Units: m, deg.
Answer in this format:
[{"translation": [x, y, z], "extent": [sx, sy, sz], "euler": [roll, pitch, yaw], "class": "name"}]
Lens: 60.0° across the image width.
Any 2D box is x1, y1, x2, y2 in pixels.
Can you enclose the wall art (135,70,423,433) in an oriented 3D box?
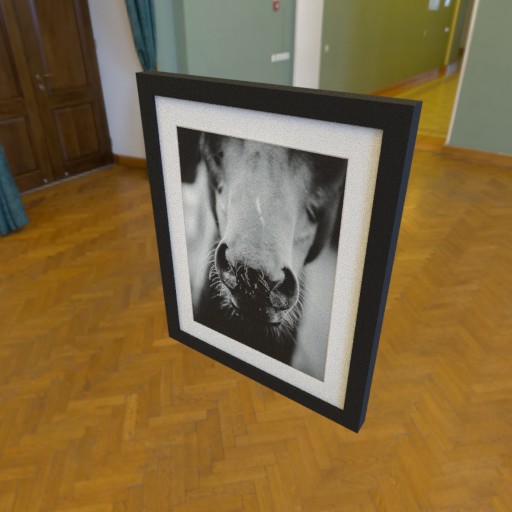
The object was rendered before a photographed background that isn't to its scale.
[{"translation": [0.000, 0.000, 0.765], "extent": [0.457, 0.559, 0.033], "euler": [19, 35, 29], "class": "wall art"}]
